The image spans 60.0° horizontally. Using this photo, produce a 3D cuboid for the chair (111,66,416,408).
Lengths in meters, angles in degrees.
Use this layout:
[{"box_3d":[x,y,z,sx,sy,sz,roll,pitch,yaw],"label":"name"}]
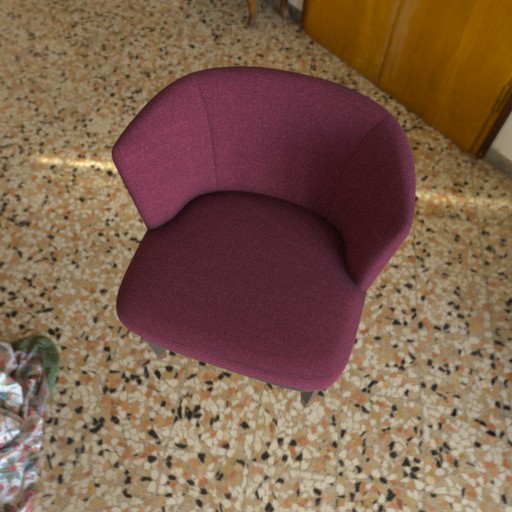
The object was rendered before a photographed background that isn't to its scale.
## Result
[{"box_3d":[0.000,0.000,1.266,0.700,0.760,0.660,16,59,10],"label":"chair"}]
